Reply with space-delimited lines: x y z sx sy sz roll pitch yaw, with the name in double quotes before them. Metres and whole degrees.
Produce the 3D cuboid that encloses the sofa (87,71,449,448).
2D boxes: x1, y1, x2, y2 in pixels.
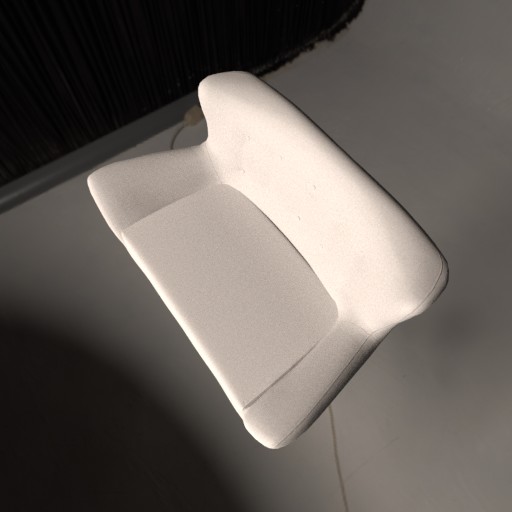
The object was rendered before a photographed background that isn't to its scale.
"sofa" 0.000 0.000 2.005 0.921 0.878 1.424 -33 67 -16
